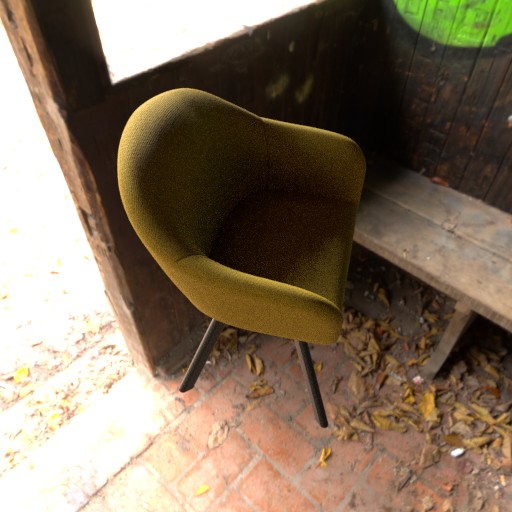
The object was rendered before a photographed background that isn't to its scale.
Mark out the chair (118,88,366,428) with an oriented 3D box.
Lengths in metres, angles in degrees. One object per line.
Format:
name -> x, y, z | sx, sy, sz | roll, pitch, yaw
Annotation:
chair -> 0.000, 0.000, 1.188 | 0.550, 0.795, 0.590 | 11, 48, 10
